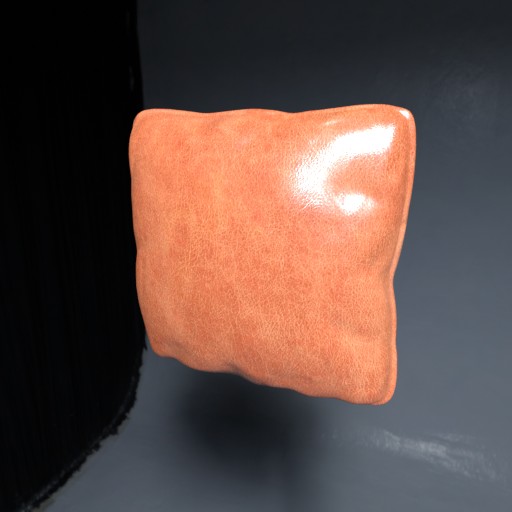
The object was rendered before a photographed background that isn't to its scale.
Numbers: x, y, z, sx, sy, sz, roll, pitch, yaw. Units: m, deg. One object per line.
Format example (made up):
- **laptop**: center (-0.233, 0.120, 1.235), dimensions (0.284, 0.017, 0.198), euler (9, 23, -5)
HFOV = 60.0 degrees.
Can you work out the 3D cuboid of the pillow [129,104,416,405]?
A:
- **pillow**: center (0.000, 0.000, 0.818), dimensions (0.532, 0.523, 0.236), euler (7, 17, 23)
